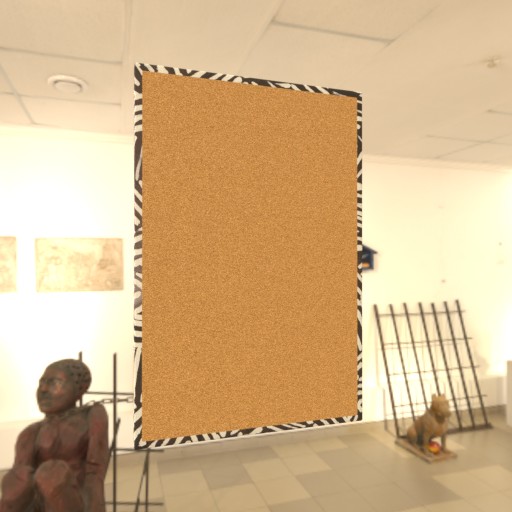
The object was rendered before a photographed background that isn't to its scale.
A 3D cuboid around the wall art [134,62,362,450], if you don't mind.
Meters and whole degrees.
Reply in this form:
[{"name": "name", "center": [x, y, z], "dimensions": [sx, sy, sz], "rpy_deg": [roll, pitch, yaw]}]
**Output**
[{"name": "wall art", "center": [0.000, 0.000, 1.158], "dimensions": [0.615, 0.918, 0.035], "rpy_deg": [0, 0, -18]}]
